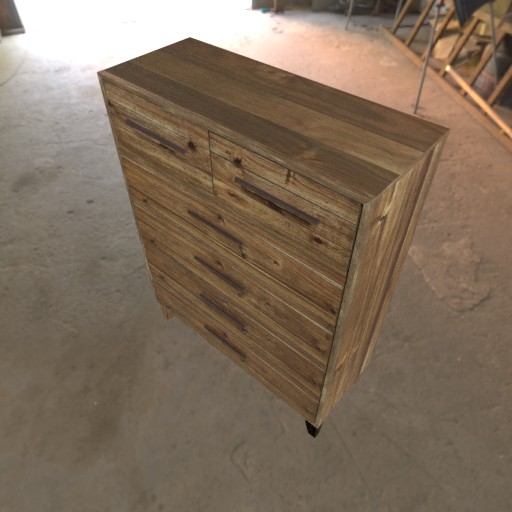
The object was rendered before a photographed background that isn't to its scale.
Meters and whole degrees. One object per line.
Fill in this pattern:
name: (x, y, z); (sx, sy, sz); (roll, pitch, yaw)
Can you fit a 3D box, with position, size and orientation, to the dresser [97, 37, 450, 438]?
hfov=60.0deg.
dresser: (0.000, 0.000, 1.864); (1.062, 1.393, 0.442); (32, 54, 27)
